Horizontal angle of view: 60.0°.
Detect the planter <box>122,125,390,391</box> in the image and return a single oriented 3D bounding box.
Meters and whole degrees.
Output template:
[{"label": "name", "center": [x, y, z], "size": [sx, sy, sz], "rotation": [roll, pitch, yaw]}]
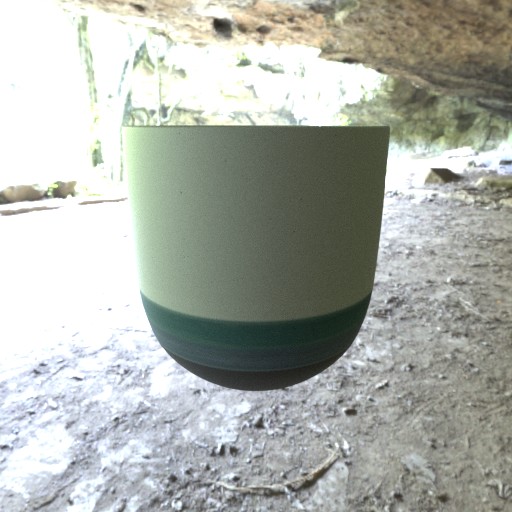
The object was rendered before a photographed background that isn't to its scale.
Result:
[{"label": "planter", "center": [0.000, 0.000, 0.380], "size": [0.204, 0.214, 0.204], "rotation": [0, 17, 0]}]
